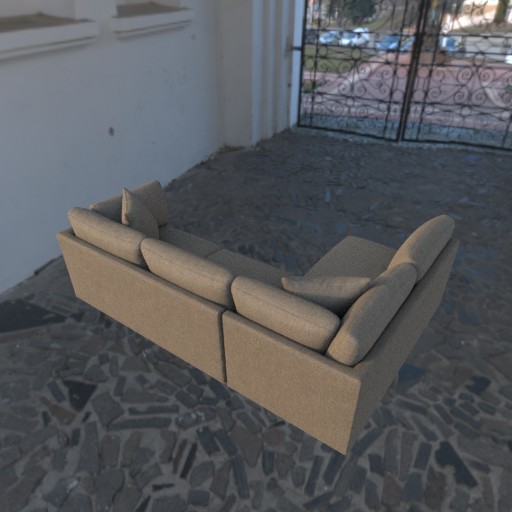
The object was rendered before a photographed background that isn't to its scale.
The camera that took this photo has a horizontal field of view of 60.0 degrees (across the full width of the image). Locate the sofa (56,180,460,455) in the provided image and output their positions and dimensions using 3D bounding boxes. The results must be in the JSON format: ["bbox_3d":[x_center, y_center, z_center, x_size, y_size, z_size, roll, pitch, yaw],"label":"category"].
[{"bbox_3d":[0.000,0.000,3.932,2.896,0.978,1.994,21,38,30],"label":"sofa"}]
